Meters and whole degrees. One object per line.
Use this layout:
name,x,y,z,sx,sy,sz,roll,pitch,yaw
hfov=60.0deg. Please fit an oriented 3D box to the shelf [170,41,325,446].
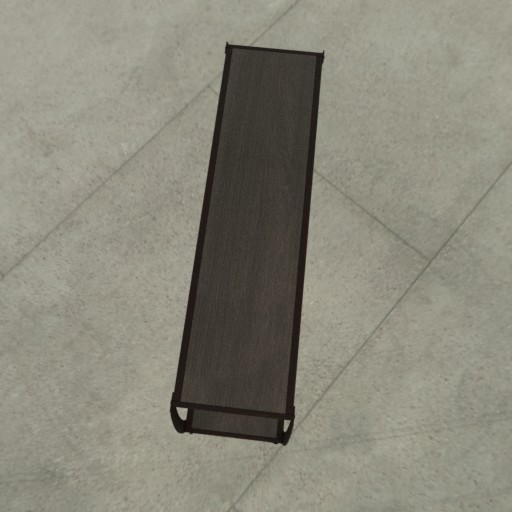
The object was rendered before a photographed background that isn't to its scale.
shelf,0.000,0.000,1.876,0.344,1.063,1.403,6,75,2
